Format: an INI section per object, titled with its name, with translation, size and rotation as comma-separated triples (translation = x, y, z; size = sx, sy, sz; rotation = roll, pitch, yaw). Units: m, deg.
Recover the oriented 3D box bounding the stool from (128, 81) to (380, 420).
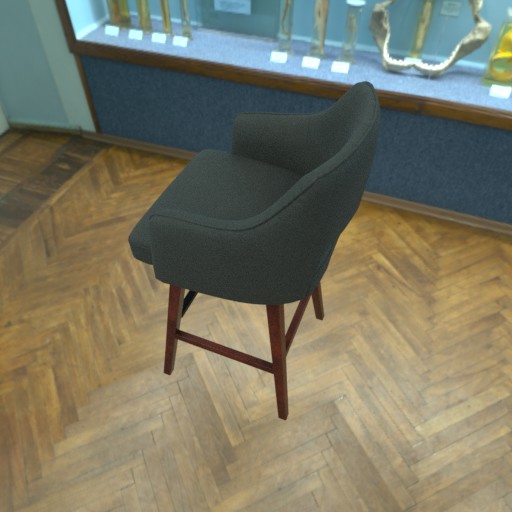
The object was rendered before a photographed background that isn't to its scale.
[stool]
translation = 0.000, 0.000, 1.350
size = 0.558, 1.012, 0.548
rotation = 16, 49, 15
